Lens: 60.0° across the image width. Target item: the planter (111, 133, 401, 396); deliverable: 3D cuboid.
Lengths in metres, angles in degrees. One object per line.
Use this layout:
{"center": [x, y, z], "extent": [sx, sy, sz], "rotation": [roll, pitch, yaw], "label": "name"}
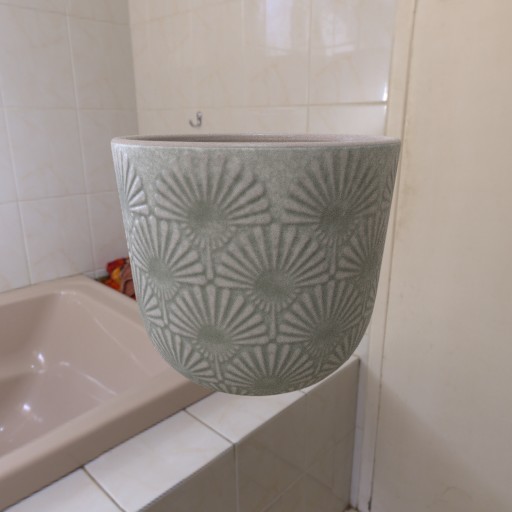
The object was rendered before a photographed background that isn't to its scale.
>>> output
{"center": [0.000, 0.000, 0.292], "extent": [0.170, 0.152, 0.170], "rotation": [0, 17, 0], "label": "planter"}
